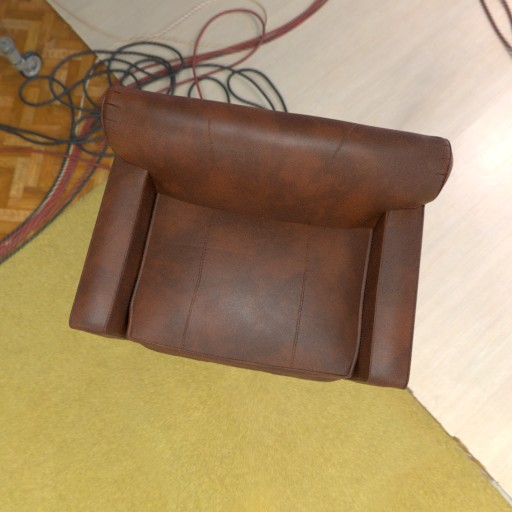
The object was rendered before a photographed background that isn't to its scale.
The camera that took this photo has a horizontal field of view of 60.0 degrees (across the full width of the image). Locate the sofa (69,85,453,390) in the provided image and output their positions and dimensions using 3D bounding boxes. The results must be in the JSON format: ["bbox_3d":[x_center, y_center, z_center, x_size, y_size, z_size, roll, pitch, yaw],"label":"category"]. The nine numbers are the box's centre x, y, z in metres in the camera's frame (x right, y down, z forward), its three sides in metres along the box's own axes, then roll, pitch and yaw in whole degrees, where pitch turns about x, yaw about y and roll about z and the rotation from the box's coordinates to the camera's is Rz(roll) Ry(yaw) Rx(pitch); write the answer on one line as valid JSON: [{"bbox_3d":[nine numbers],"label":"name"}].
[{"bbox_3d":[0.000,0.000,2.010,1.413,0.956,1.000,10,76,2],"label":"sofa"}]
